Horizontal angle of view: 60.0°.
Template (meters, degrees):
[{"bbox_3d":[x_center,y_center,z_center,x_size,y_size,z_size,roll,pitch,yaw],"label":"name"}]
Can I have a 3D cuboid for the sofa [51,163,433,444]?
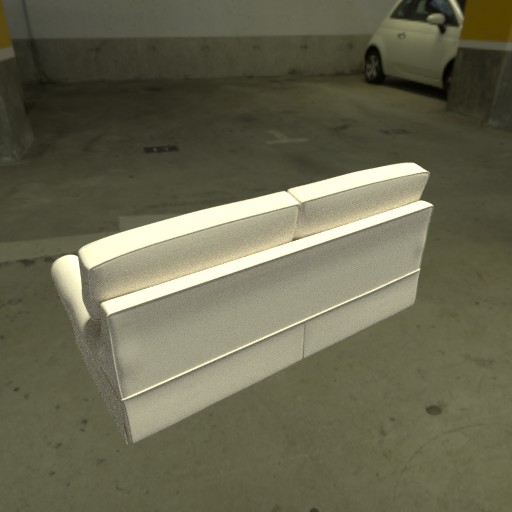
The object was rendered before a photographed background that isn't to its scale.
[{"bbox_3d":[0.000,0.000,2.503,2.021,0.937,0.862,-18,33,-30],"label":"sofa"}]
